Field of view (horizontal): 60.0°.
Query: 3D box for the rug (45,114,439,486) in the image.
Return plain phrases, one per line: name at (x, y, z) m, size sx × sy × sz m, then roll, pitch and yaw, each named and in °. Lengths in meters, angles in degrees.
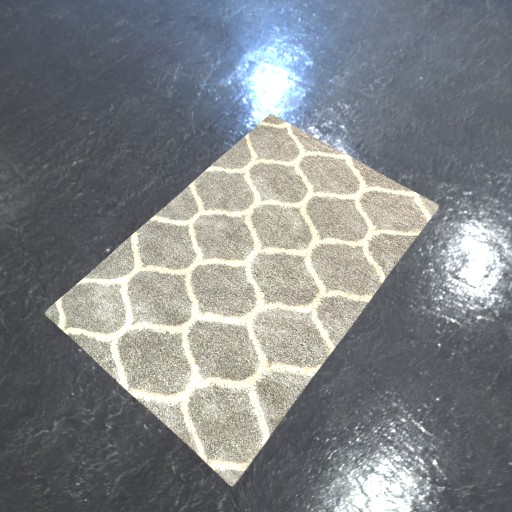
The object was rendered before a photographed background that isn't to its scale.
rug at (0.000, 0.000, 3.474) m, size 1.801 × 0.026 × 2.701 m, roll 34°, pitch 65°, yaw 19°
